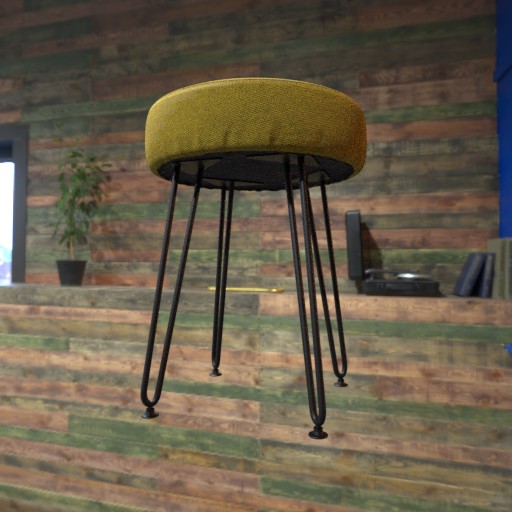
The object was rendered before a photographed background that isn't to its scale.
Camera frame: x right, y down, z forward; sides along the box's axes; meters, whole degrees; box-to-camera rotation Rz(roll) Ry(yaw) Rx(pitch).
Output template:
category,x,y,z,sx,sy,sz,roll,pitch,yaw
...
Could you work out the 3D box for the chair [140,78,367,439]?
category,x,y,z,sx,sy,sz,roll,pitch,yaw
chair,0.000,0.000,0.708,0.345,0.455,0.345,0,-1,18
